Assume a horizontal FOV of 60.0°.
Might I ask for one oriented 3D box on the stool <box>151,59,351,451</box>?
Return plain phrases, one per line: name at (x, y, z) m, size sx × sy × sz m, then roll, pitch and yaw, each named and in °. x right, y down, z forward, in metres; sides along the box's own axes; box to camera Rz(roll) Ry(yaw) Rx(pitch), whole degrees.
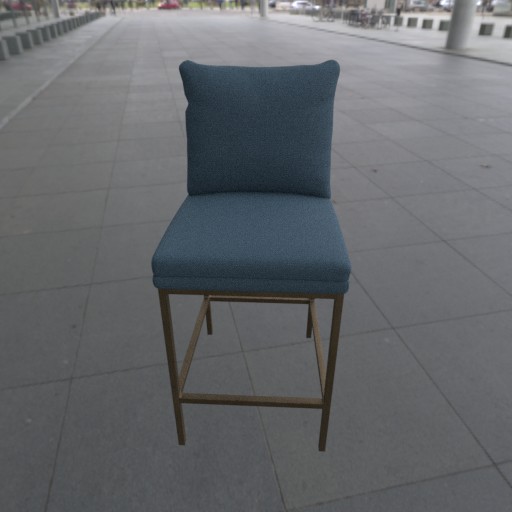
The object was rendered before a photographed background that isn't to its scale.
stool at (0.000, 0.000, 1.313) m, size 0.463 × 1.032 × 0.568 m, roll 1°, pitch 30°, yaw 3°
